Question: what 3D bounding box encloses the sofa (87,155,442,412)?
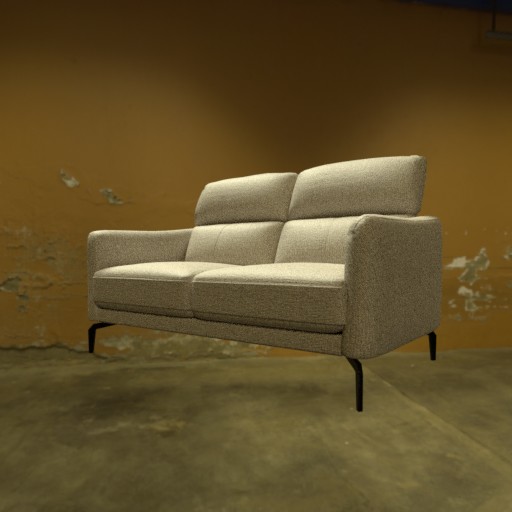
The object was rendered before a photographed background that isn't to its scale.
[{"bbox_3d":[0.000,0.000,2.098,1.540,0.950,0.905,0,0,36],"label":"sofa"}]
